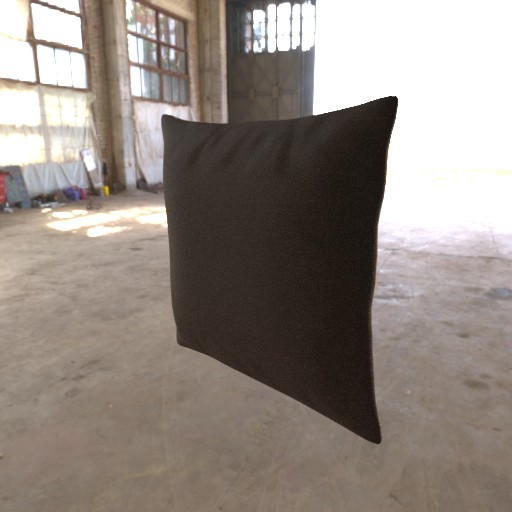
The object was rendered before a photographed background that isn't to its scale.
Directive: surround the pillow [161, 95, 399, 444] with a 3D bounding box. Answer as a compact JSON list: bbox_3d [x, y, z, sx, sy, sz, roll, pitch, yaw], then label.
[{"bbox_3d":[0.000,0.000,0.789,0.523,0.506,0.166,13,19,43],"label":"pillow"}]
